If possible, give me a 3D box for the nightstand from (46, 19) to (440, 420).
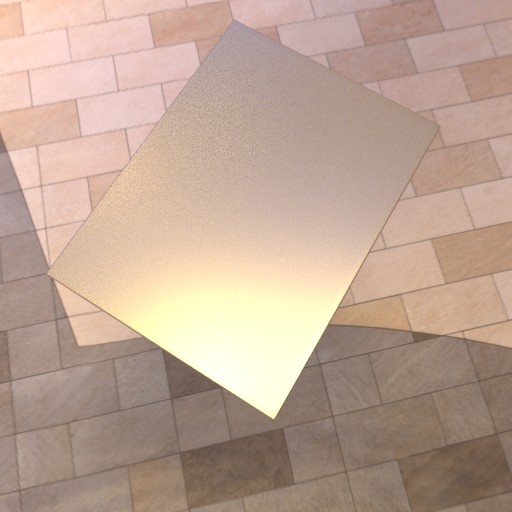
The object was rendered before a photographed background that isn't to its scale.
[{"bbox_3d":[0.000,0.000,0.727,0.288,0.508,0.370,31,78,7],"label":"nightstand"}]
